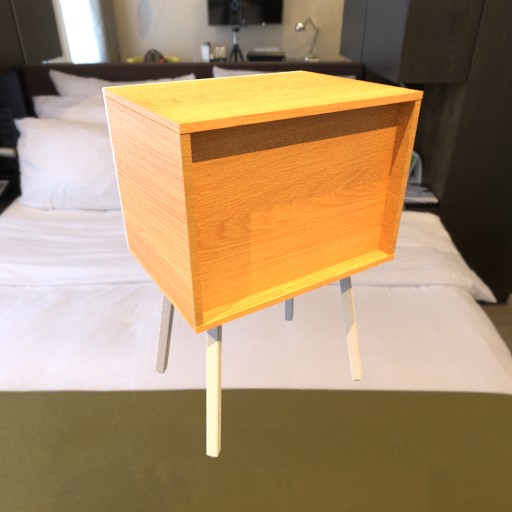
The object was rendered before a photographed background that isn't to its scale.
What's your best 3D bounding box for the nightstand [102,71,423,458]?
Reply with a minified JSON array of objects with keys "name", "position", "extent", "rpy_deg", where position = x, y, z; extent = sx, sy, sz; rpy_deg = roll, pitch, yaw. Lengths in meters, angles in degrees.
[{"name":"nightstand","position":[0.000,0.000,0.841],"extent":[0.400,0.601,0.316],"rpy_deg":[-17,34,-28]}]
